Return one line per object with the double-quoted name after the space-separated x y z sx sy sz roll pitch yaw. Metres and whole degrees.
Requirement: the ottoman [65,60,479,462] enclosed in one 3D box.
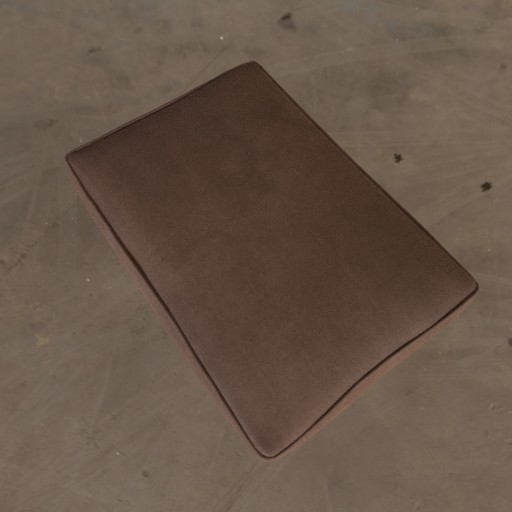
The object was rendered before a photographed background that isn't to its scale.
0.000 0.000 1.176 0.596 0.481 0.860 -33 69 -15 "ottoman"
